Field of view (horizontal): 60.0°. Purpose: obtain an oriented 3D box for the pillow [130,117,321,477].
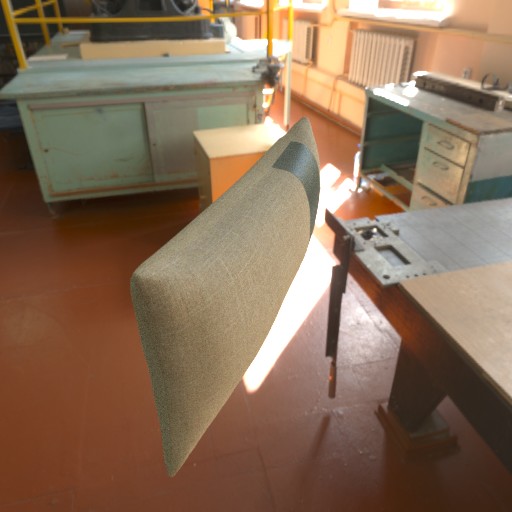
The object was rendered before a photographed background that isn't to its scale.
[{"bbox_3d":[0.000,0.000,1.006,0.197,0.429,0.859,11,33,17],"label":"pillow"}]
